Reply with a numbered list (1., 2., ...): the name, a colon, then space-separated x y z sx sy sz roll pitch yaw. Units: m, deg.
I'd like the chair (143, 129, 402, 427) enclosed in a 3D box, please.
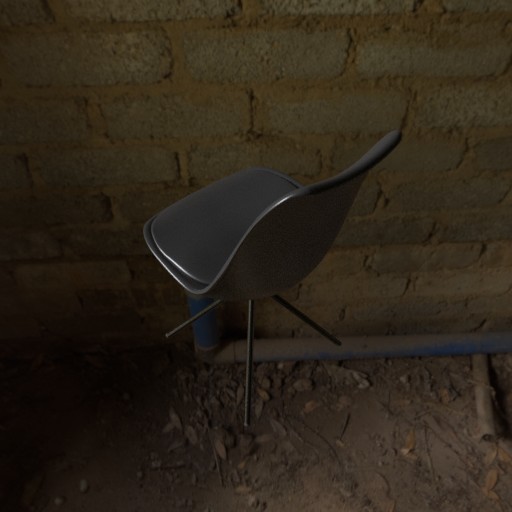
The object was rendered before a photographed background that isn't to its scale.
1. chair: 0.000 0.000 1.151 0.461 0.850 0.525 -33 55 -27
